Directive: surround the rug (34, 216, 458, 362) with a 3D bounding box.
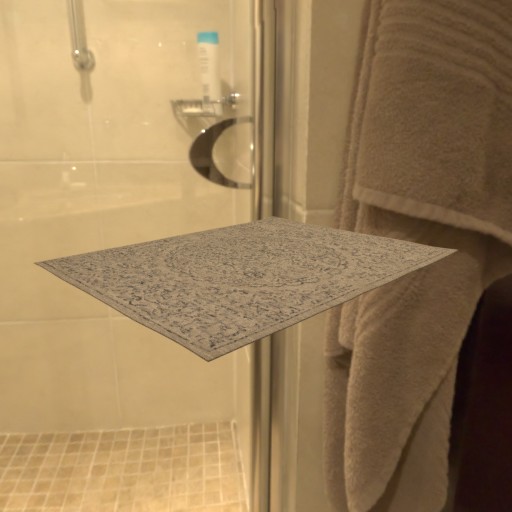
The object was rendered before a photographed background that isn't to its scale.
[{"bbox_3d":[0.000,0.000,3.890,2.925,0.026,2.343,-15,21,-42],"label":"rug"}]
